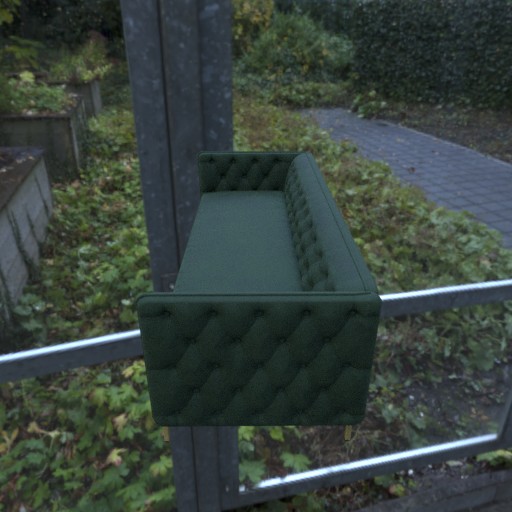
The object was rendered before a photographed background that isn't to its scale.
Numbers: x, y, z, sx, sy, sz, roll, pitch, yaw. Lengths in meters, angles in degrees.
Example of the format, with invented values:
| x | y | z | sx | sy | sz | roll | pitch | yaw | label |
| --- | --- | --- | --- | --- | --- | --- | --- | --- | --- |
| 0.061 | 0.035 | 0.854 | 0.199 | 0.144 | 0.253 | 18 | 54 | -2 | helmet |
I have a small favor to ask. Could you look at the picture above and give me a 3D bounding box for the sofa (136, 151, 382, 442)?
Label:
| x | y | z | sx | sy | sz | roll | pitch | yaw | label |
| --- | --- | --- | --- | --- | --- | --- | --- | --- | --- |
| 0.000 | 0.000 | 2.690 | 0.895 | 0.771 | 2.209 | 0 | 27 | 0 | sofa |
